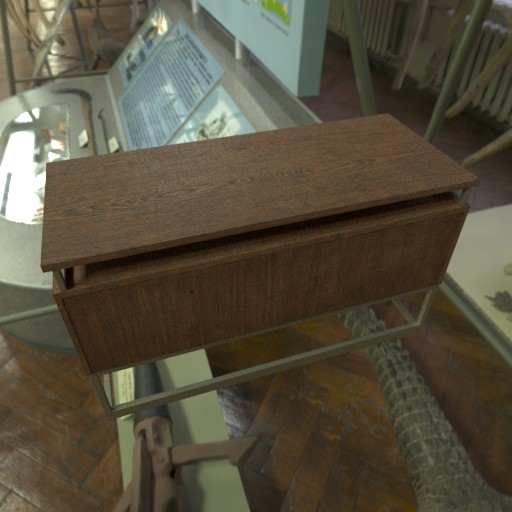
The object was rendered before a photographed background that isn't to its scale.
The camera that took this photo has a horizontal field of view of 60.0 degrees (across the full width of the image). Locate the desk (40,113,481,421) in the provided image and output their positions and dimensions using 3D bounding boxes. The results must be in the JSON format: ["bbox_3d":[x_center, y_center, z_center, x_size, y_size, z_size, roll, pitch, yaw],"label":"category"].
[{"bbox_3d":[0.000,0.000,1.794,1.384,0.792,0.610,-12,42,-14],"label":"desk"}]
